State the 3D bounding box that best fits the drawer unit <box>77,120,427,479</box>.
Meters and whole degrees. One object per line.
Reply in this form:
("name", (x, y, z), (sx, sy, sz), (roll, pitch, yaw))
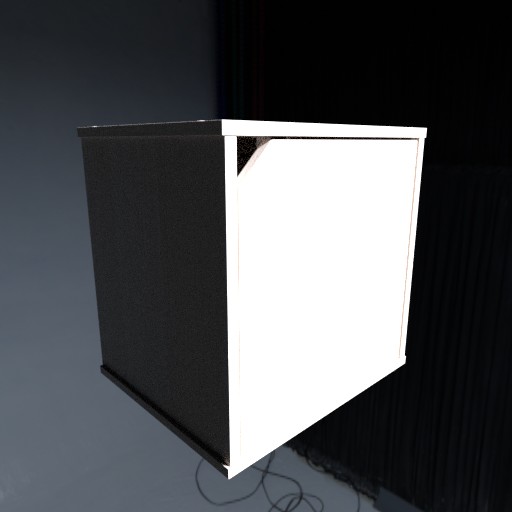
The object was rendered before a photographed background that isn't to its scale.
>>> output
("drawer unit", (0.000, 0.000, 0.617), (0.349, 0.344, 0.290), (-13, 20, -42))
